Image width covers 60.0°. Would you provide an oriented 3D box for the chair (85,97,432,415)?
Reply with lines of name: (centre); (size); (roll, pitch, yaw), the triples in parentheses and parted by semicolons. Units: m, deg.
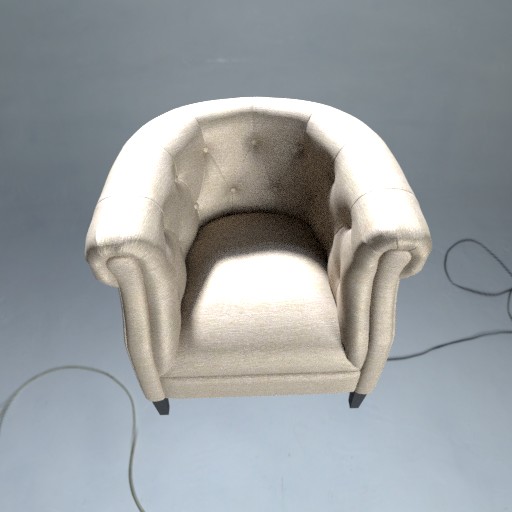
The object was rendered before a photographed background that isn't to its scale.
chair: (0.000, 0.000, 1.568); (0.905, 0.827, 0.852); (-2, 47, -1)
